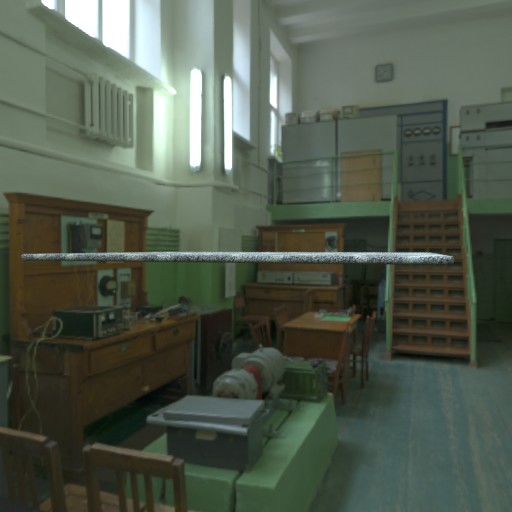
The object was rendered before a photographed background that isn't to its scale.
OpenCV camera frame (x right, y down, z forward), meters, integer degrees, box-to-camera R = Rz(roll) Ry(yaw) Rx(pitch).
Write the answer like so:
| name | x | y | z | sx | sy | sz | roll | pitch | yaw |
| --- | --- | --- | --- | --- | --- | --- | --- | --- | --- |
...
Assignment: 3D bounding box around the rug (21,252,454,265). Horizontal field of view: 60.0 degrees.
| name | x | y | z | sx | sy | sz | roll | pitch | yaw |
| --- | --- | --- | --- | --- | --- | --- | --- | --- | --- |
| rug | 0.000 | 0.000 | 2.087 | 1.600 | 0.025 | 1.200 | 0 | 1 | 19 |
